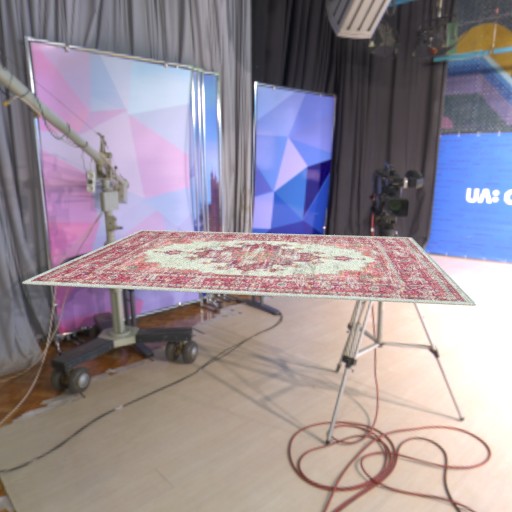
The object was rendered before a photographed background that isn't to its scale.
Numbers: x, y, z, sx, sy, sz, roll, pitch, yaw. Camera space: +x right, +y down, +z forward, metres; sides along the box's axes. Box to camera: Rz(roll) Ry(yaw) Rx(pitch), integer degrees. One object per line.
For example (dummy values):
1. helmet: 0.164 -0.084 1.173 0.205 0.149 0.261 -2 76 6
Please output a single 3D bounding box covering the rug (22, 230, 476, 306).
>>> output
1. rug: 0.000 0.000 2.884 2.232 0.011 1.555 2 14 8
